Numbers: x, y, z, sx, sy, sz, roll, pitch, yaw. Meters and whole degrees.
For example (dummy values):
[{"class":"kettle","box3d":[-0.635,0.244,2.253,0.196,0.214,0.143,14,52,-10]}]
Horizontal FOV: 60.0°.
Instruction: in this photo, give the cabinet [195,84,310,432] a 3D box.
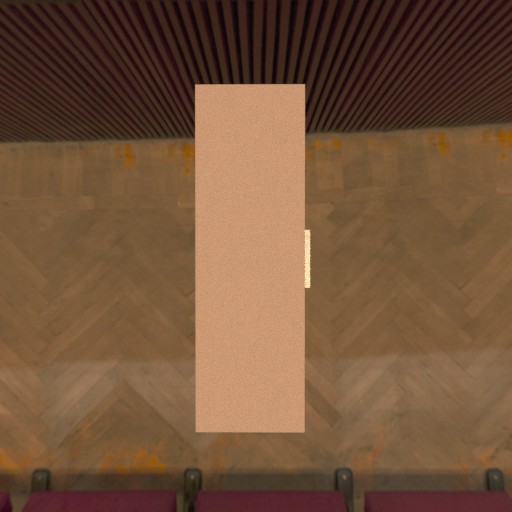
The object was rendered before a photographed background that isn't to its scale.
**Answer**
[{"class":"cabinet","box3d":[0.000,0.000,1.595,0.250,1.280,0.750,0,91,1]}]
